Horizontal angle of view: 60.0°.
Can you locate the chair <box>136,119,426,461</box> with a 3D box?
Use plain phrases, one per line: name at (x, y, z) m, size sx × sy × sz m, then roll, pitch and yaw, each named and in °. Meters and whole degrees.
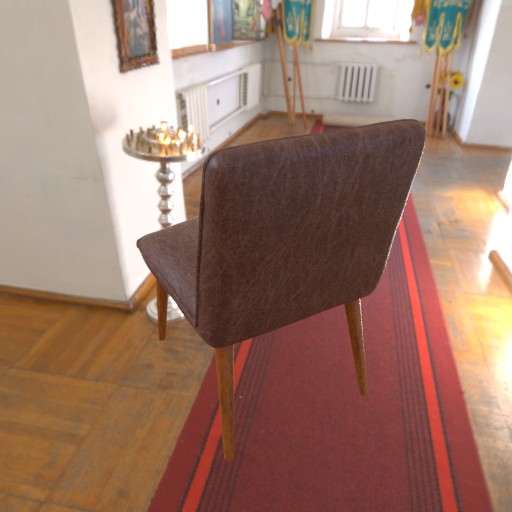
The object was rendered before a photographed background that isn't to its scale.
chair at (0.000, 0.000, 1.213) m, size 0.543 × 0.803 × 0.645 m, roll -18°, pitch 35°, yaw -28°
